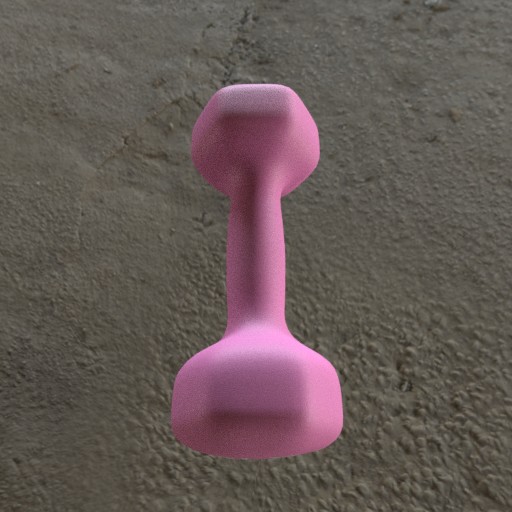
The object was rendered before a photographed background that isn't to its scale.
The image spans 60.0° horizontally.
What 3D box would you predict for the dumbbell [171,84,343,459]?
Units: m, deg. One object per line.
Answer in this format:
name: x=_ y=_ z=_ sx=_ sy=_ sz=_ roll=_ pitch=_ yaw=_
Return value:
dumbbell: x=0.000 y=0.000 z=0.191 sx=0.064 sy=0.058 sz=0.159 roll=0 pitch=64 yaw=0
